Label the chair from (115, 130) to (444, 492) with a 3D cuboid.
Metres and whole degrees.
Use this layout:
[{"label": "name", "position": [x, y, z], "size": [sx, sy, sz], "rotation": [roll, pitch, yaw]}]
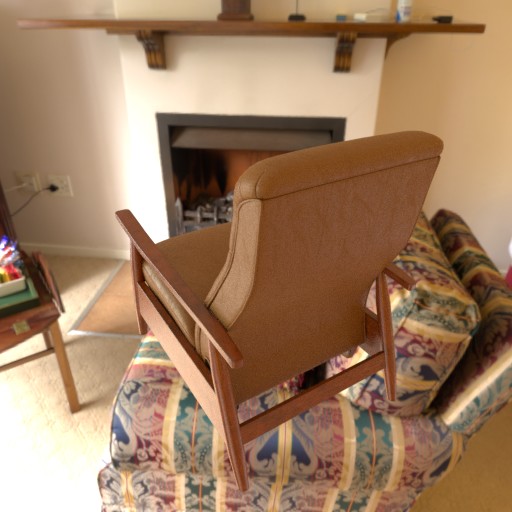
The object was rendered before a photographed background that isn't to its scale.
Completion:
[{"label": "chair", "position": [0.000, 0.000, 1.703], "size": [0.762, 1.082, 1.014], "rotation": [-18, 34, -28]}]
